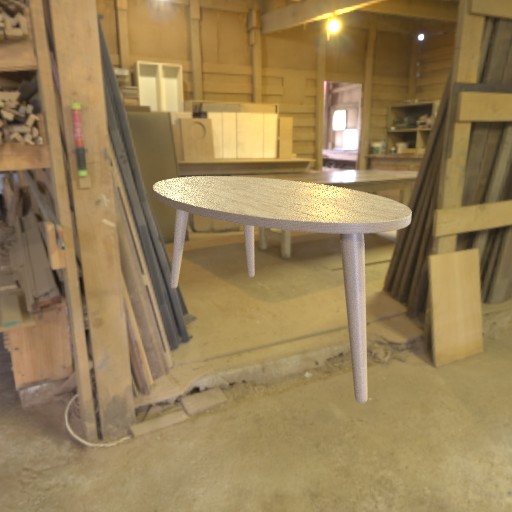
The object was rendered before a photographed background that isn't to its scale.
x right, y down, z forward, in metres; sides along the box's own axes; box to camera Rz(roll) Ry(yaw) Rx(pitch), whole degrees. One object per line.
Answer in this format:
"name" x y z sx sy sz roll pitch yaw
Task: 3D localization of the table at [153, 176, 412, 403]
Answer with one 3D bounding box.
"table" 0.000 0.000 1.327 0.542 0.390 1.083 -7 16 -25
